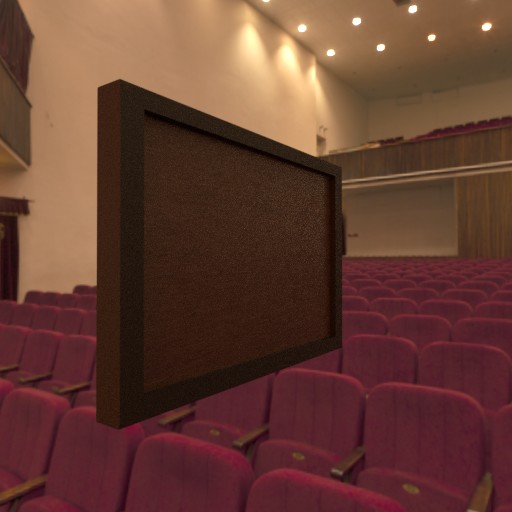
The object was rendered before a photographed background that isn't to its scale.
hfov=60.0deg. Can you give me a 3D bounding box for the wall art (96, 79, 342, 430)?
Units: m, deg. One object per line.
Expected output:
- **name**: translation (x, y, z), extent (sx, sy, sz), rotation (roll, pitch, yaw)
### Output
- **wall art**: translation (0.000, 0.000, 0.861), extent (0.051, 0.456, 0.671), rotation (0, -1, 36)
